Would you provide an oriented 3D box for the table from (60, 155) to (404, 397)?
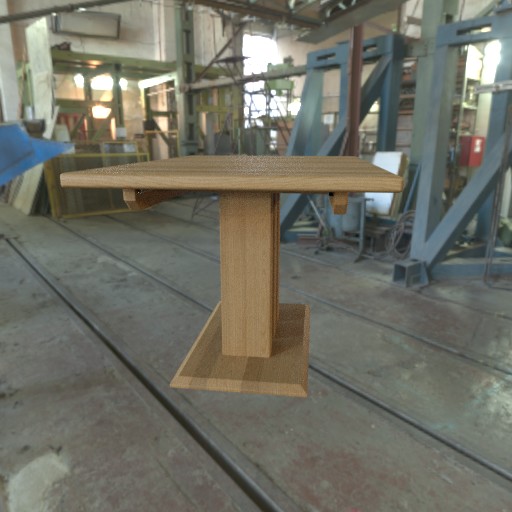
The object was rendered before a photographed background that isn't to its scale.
[{"bbox_3d":[0.000,0.000,1.853,0.900,0.770,1.300,2,15,7],"label":"table"}]
